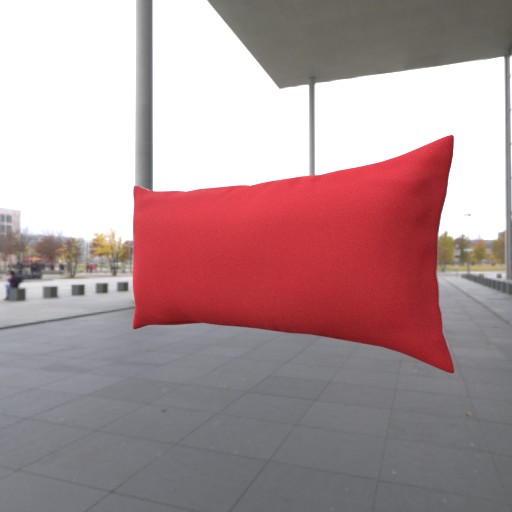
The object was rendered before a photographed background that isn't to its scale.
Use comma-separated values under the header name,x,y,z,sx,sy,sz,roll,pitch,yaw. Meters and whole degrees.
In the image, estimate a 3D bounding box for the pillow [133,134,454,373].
name,x,y,z,sx,sy,sz,roll,pitch,yaw
pillow,0.000,0.000,0.727,0.608,0.297,0.151,-1,-1,35
